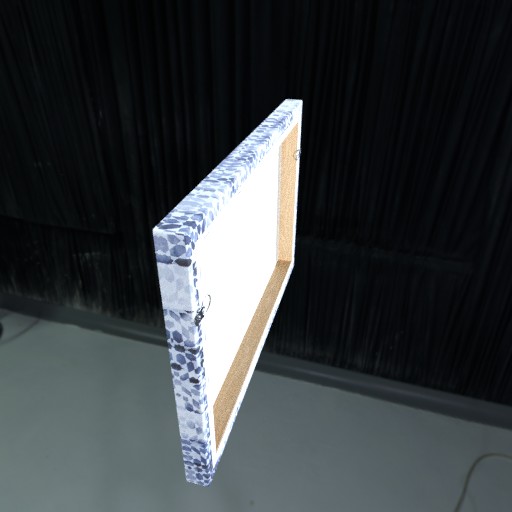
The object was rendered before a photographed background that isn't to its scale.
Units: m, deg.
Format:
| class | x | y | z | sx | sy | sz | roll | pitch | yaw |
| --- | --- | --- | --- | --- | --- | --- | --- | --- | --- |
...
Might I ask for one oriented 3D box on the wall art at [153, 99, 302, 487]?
| class | x | y | z | sx | sy | sz | roll | pitch | yaw |
| --- | --- | --- | --- | --- | --- | --- | --- | --- | --- |
| wall art | 0.000 | 0.000 | 1.160 | 0.057 | 0.608 | 0.911 | 8 | 32 | 13 |
